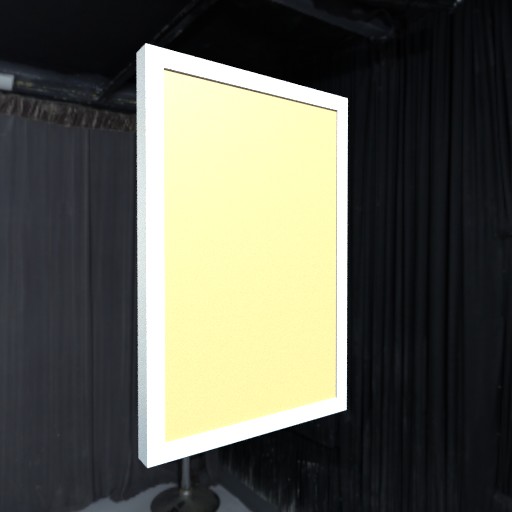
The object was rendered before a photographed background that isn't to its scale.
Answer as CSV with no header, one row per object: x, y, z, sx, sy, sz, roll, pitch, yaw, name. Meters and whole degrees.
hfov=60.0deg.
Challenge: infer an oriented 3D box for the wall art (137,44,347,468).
0.000,0.000,0.768,0.408,0.611,0.038,-1,1,-35,wall art
